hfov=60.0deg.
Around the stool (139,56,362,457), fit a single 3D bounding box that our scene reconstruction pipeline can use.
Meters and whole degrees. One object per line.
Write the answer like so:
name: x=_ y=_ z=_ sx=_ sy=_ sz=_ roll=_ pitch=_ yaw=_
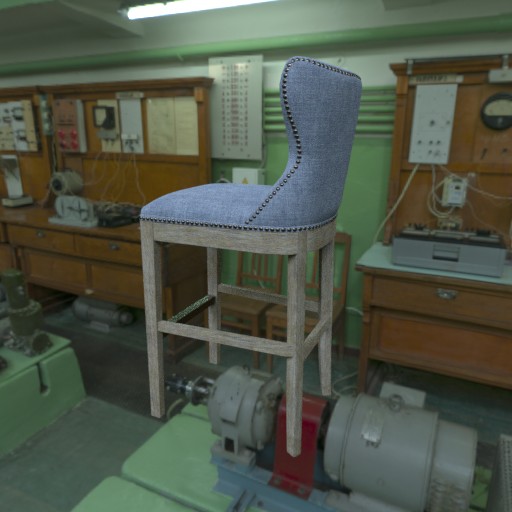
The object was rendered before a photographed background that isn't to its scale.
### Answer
stool: x=0.000 y=0.000 z=1.447 sx=0.606 sy=1.123 sz=0.494 roll=7 pitch=18 yaw=24
